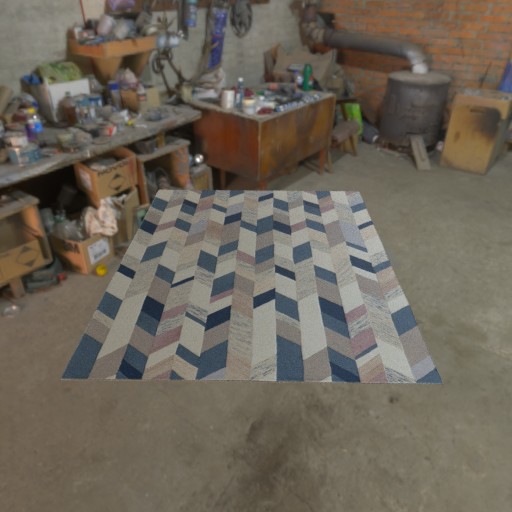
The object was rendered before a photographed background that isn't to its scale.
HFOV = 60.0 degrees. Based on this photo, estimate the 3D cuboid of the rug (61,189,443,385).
[{"bbox_3d":[0.000,0.000,4.110,2.451,0.011,3.072,1,31,1],"label":"rug"}]
